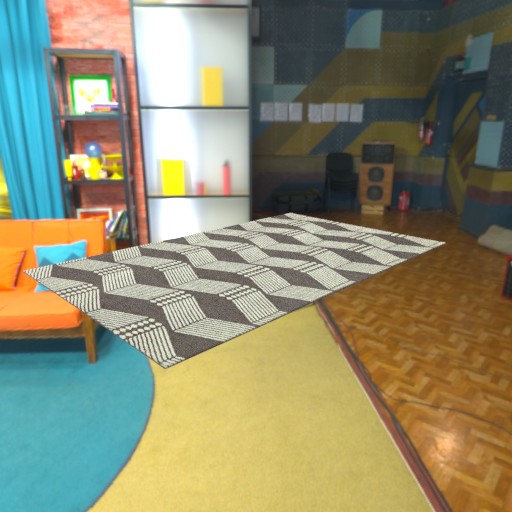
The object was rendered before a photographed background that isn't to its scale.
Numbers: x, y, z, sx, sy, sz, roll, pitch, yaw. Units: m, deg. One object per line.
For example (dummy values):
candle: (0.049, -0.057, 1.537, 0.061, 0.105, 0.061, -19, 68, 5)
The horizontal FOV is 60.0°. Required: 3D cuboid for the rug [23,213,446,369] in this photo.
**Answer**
rug: (0.000, 0.000, 2.958, 2.435, 0.011, 1.517, -16, 24, -42)
